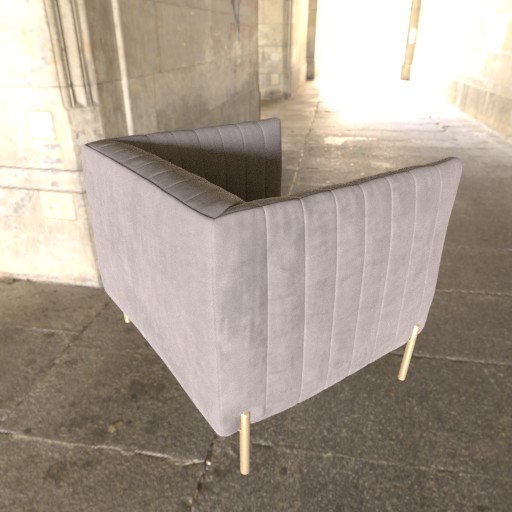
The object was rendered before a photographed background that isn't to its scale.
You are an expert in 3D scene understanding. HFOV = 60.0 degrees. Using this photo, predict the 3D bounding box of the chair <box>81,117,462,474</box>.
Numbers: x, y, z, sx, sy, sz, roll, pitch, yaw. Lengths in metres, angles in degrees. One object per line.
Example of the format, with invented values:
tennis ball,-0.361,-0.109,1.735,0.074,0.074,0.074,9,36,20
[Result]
chair,0.000,0.000,1.572,0.873,0.779,0.981,-18,31,-31
